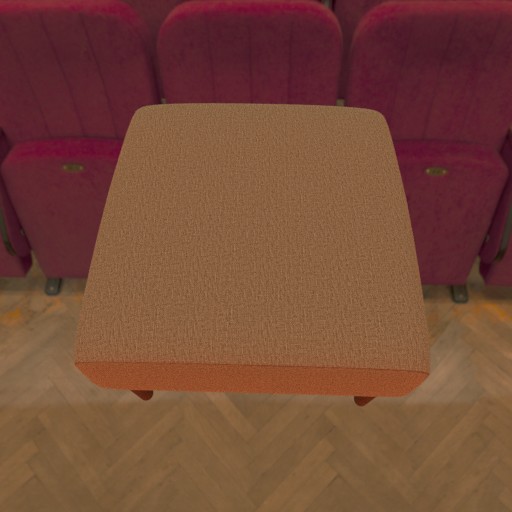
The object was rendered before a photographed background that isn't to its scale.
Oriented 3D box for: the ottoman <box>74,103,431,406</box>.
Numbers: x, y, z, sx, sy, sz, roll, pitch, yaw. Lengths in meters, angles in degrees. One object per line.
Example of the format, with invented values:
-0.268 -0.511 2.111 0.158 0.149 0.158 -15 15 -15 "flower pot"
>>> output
0.000 0.000 1.047 0.649 0.398 0.650 1 58 1 "ottoman"
